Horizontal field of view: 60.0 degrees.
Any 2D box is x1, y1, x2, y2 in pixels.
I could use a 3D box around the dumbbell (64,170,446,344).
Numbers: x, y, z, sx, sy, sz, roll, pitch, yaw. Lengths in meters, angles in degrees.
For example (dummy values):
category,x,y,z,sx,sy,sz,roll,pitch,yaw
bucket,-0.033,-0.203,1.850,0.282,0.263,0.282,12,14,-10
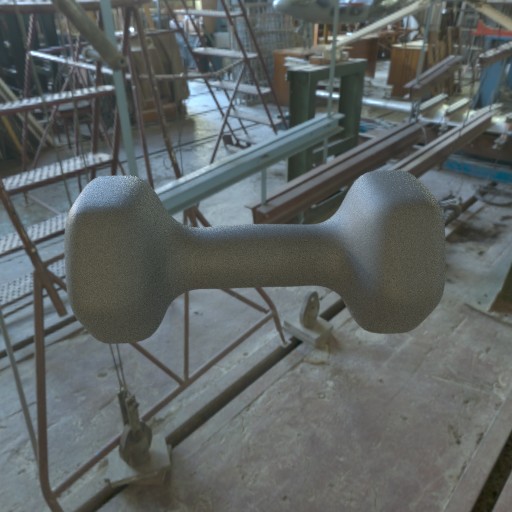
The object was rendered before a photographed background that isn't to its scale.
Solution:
category,x,y,z,sx,sy,sz,roll,pitch,yaw
dumbbell,0.000,0.000,0.236,0.184,0.081,0.090,-1,31,-2
